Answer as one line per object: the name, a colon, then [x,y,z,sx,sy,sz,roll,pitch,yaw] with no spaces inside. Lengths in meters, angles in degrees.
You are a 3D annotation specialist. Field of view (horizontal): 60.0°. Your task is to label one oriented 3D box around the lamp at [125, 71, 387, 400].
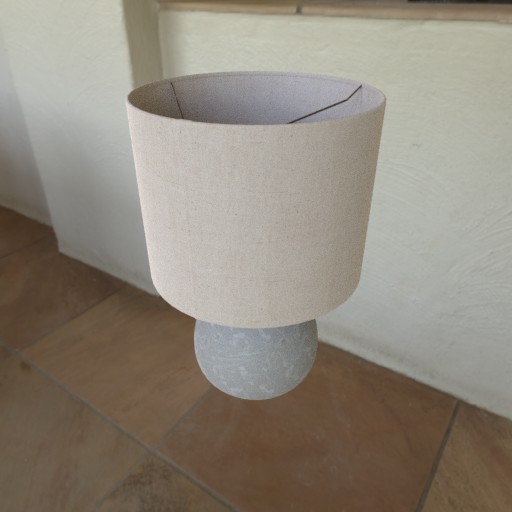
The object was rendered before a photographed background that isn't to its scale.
lamp: [0.000,0.000,0.576,0.269,0.409,0.269,22,38,31]
